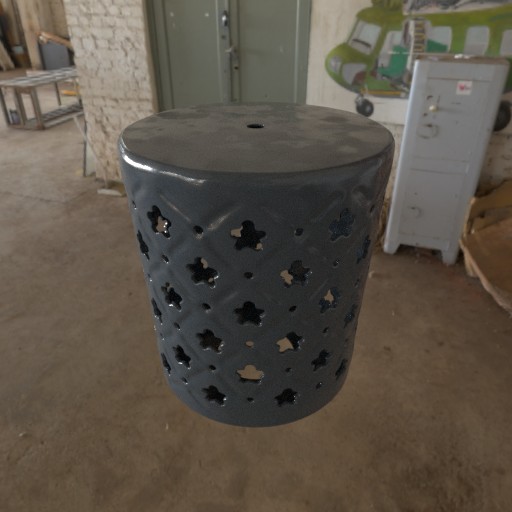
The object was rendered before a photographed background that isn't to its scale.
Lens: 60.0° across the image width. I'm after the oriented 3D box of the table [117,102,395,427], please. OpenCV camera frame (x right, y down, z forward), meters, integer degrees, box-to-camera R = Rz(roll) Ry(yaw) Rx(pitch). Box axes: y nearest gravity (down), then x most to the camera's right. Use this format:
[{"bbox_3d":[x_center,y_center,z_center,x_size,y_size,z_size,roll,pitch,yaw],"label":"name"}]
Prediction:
[{"bbox_3d":[0.000,0.000,0.667,0.352,0.387,0.352,0,30,0],"label":"table"}]
